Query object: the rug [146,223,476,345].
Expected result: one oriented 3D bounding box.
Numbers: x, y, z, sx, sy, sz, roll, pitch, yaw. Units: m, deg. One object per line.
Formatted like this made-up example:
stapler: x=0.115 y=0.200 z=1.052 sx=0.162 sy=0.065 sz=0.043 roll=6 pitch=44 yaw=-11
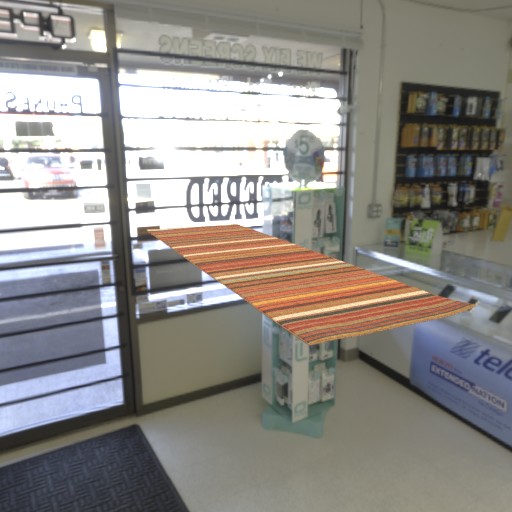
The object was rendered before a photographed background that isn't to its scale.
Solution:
rug: x=0.000 y=0.000 z=2.683 sx=0.799 sy=0.030 sz=2.444 roll=-6 pitch=15 yaw=-25
